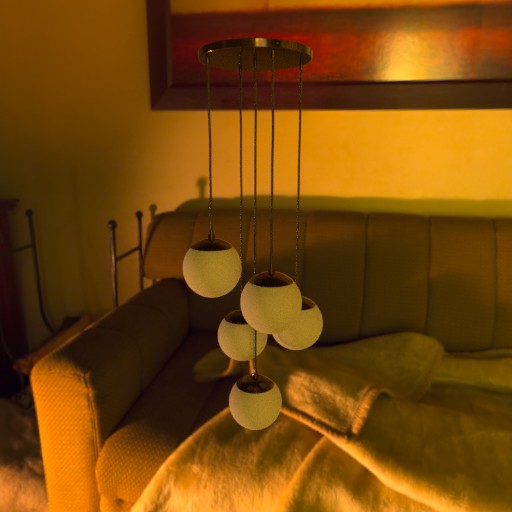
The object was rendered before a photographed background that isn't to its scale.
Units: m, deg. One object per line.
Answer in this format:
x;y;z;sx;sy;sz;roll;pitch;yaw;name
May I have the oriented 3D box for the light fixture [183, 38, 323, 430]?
0.000;0.000;1.491;0.489;1.271;0.484;-2;13;-9;light fixture
